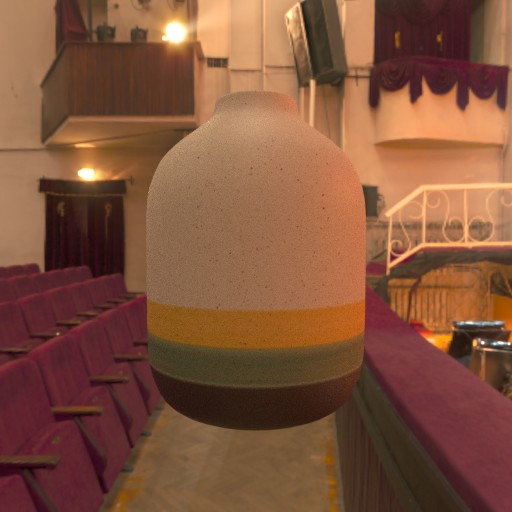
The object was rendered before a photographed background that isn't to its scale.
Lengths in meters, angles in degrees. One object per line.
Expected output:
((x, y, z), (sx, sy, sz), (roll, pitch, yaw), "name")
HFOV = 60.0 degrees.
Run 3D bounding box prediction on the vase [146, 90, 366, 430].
((0.000, 0.000, 0.352), (0.169, 0.240, 0.169), (0, 2, 0), "vase")
